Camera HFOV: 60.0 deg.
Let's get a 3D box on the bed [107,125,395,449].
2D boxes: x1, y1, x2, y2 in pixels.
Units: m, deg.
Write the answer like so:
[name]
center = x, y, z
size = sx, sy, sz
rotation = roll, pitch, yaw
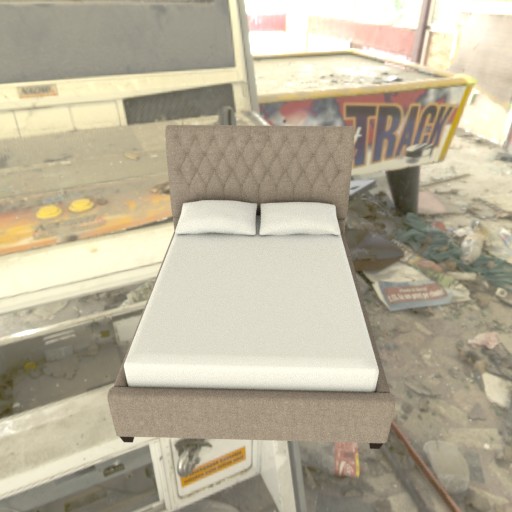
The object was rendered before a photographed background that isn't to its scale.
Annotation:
[bed]
center = 0.000, 0.000, 3.307
size = 1.645, 1.371, 2.252
rotation = 1, 31, 1
